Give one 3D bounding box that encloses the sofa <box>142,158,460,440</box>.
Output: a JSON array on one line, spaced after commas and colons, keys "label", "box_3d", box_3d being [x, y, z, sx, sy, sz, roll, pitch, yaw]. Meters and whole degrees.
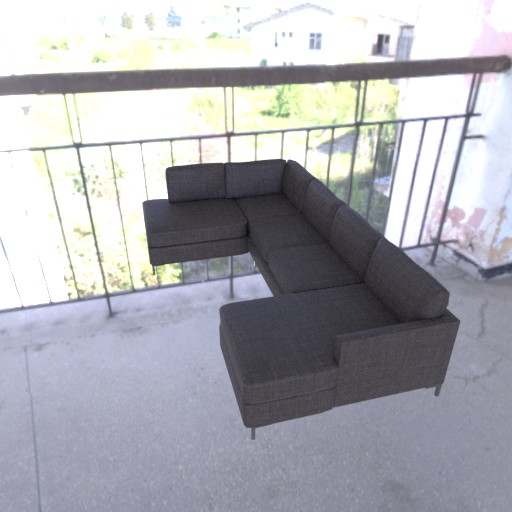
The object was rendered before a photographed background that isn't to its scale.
[{"label": "sofa", "box_3d": [0.000, 0.000, 4.367, 2.048, 0.999, 3.423, -7, 30, -13]}]
